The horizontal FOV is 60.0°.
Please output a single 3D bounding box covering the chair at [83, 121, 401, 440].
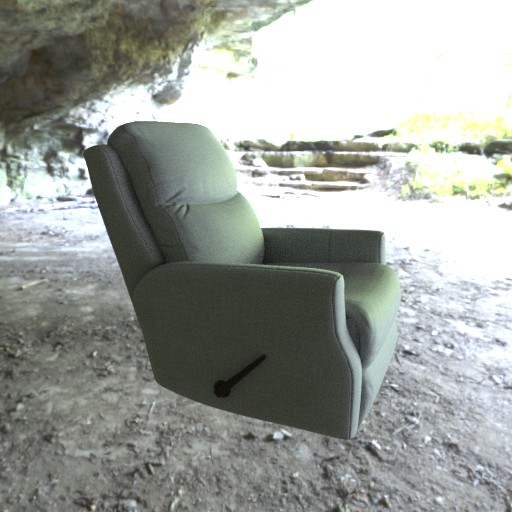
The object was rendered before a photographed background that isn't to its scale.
[{"bbox_3d":[0.000,0.000,1.759,1.080,1.030,0.829,7,17,25],"label":"chair"}]
